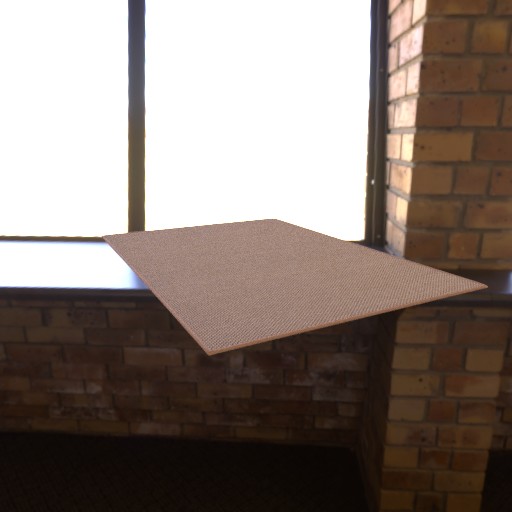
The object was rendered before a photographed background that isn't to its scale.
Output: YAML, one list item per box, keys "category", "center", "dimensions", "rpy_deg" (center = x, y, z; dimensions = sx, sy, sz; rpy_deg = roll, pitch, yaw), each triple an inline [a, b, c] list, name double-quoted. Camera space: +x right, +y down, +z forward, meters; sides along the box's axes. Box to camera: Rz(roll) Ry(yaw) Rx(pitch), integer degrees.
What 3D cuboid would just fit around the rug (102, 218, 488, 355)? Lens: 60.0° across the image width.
- category: "rug"
  center: [0.000, 0.000, 2.793]
  dimensions: [1.524, 0.013, 2.134]
  rpy_deg: [-8, 17, -27]
